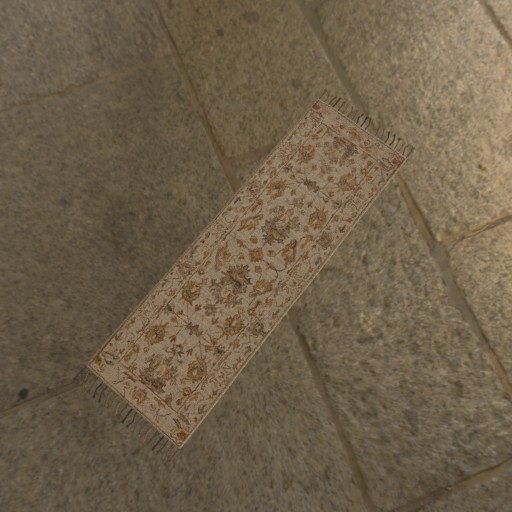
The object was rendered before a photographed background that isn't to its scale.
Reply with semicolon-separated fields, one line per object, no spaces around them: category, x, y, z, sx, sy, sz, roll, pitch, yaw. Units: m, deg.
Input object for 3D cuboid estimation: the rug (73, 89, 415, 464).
rug;0.000;0.000;2.700;0.729;0.021;2.438;38;78;9
